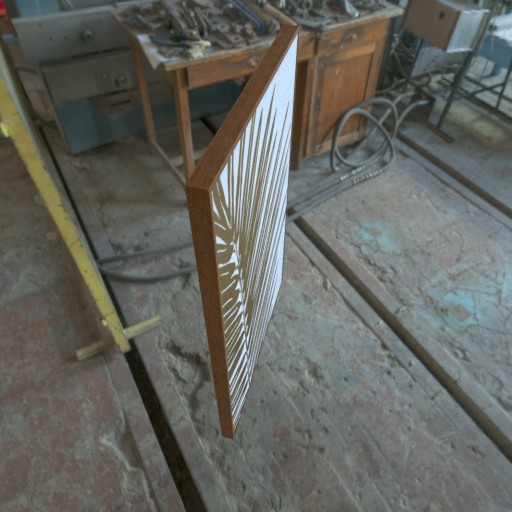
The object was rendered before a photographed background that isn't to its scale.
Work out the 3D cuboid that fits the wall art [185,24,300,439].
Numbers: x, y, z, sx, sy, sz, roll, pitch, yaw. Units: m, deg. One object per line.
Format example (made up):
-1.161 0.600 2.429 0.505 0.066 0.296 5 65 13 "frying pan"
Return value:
0.000 0.000 1.145 0.037 0.914 0.610 12 48 10 "wall art"
